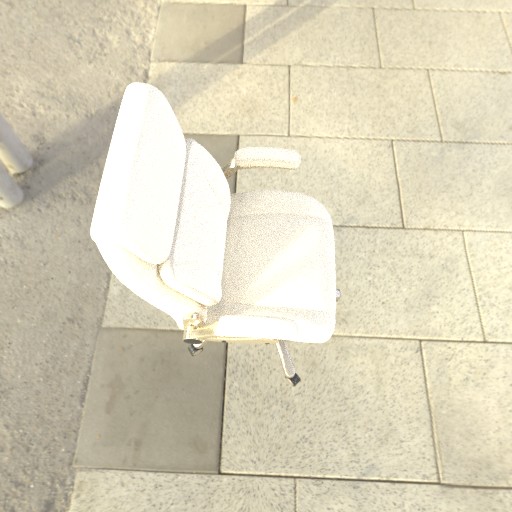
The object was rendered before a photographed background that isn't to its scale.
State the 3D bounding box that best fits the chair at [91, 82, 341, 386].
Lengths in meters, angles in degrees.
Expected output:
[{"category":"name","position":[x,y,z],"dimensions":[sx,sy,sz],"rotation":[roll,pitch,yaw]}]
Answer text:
[{"category":"chair","position":[0.000,0.000,1.608],"dimensions":[0.794,1.110,0.740],"rotation":[0,64,0]}]
